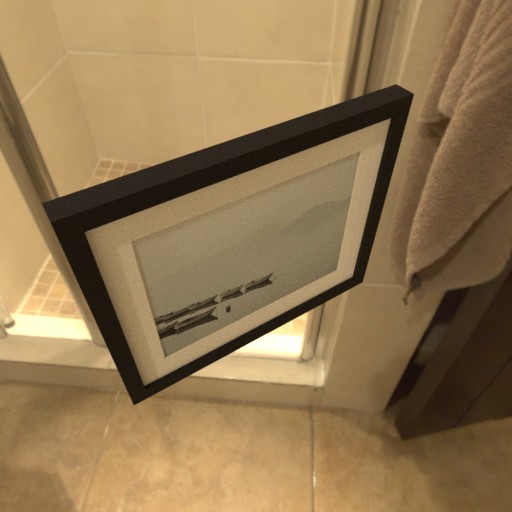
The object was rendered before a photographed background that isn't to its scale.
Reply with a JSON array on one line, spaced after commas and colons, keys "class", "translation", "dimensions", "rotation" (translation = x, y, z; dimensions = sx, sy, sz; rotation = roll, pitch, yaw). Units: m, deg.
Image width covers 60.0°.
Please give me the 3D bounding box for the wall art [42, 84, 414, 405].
[{"class": "wall art", "translation": [0.000, 0.000, 0.545], "dimensions": [0.397, 0.325, 0.028], "rotation": [-25, 51, -21]}]
